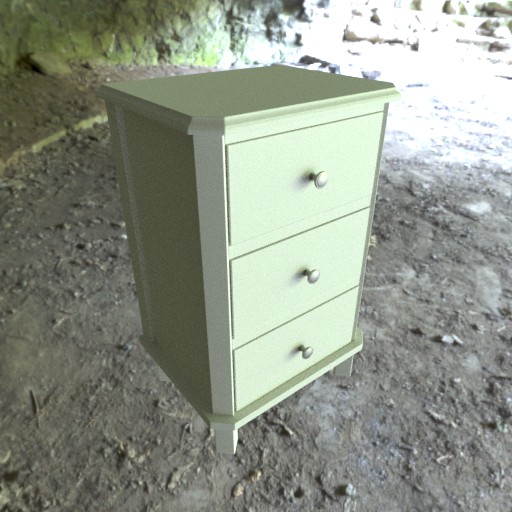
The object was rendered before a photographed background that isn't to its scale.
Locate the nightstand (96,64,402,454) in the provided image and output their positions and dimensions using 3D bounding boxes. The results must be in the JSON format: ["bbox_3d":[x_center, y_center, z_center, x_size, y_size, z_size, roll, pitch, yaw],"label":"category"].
[{"bbox_3d":[0.000,0.000,0.934,0.435,0.681,0.351,-22,37,-32],"label":"nightstand"}]
